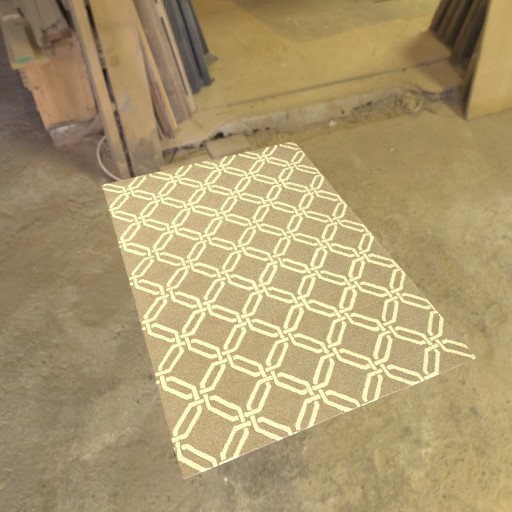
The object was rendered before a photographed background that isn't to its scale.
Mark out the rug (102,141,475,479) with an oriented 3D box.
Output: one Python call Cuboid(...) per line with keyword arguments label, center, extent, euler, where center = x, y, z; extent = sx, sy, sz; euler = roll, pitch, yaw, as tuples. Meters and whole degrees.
Cuboid(label="rug", center=(0.000, 0.000, 4.330), extent=(2.441, 0.020, 3.419), euler=(-17, 49, -15))
